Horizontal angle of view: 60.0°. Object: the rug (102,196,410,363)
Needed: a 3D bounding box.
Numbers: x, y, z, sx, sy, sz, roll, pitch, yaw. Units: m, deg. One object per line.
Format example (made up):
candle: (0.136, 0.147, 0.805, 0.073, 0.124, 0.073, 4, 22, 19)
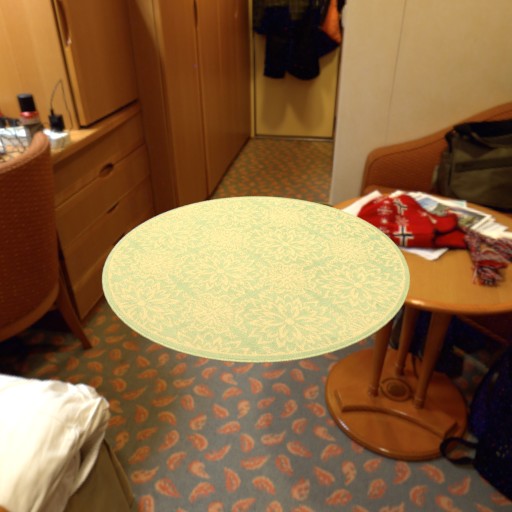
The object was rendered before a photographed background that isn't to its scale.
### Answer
rug: (0.000, 0.000, 2.392, 1.593, 0.012, 1.593, 0, 31, 0)
